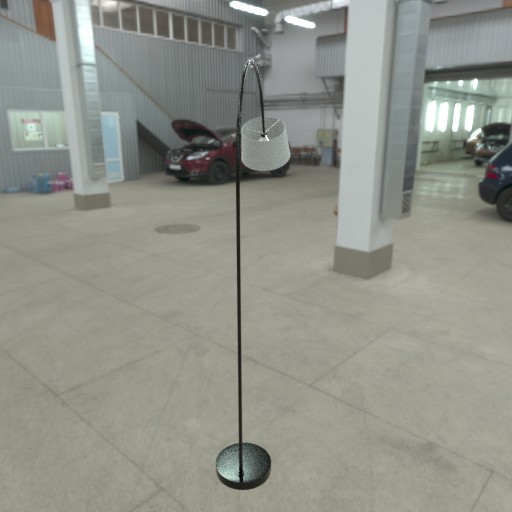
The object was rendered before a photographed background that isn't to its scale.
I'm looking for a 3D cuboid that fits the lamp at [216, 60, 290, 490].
[{"bbox_3d":[0.000,0.000,2.626,0.331,2.104,1.363,2,16,7],"label":"lamp"}]
